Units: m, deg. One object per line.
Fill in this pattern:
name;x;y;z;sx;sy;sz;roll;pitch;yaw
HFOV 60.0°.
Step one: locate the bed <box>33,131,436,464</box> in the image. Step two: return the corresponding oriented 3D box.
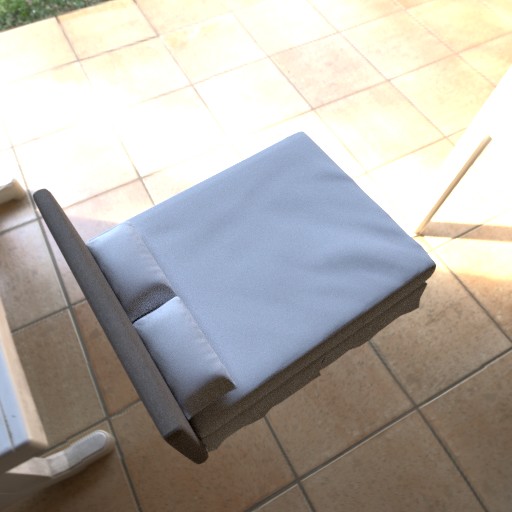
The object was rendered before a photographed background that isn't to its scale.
bed;0.000;0.000;3.117;2.142;1.330;1.723;-31;65;-16
